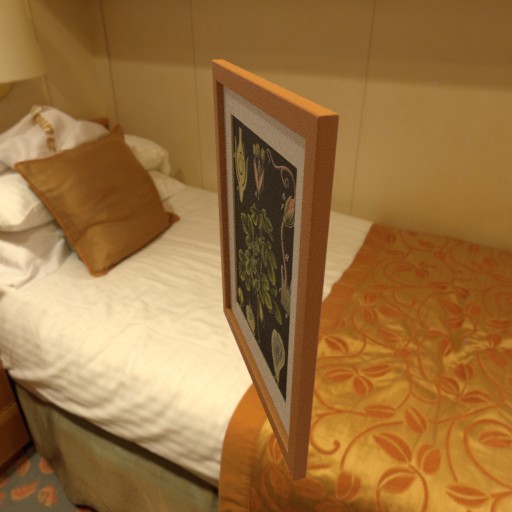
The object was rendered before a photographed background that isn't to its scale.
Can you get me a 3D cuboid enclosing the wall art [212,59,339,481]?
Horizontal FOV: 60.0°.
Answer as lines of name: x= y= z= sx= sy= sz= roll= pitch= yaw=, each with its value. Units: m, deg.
wall art: x=0.000 y=0.000 z=0.504 sx=0.015 sy=0.379 sz=0.310 roll=-9 pitch=31 yaw=-15
